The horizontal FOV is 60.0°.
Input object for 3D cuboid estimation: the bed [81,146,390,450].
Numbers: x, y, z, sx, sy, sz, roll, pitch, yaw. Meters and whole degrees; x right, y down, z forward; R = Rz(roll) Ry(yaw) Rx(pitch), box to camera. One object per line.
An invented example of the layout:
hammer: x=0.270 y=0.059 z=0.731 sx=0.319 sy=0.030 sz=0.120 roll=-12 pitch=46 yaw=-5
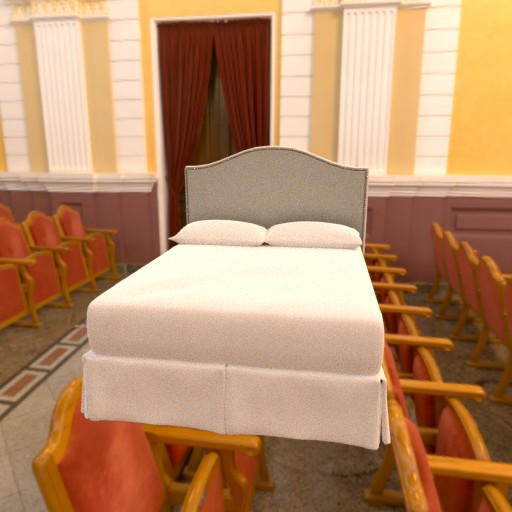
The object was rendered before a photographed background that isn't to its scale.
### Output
bed: x=0.000 y=0.000 z=3.334 sx=1.813 sy=1.607 sz=2.180 roll=2 pitch=14 yaw=9
